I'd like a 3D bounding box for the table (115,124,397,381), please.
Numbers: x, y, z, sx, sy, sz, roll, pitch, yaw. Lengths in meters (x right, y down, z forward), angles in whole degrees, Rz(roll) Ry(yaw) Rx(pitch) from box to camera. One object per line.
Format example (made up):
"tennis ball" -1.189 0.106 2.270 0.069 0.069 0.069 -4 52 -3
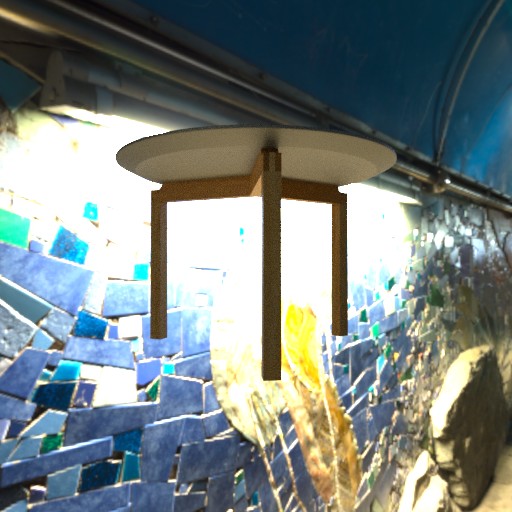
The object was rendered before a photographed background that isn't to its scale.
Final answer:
"table" 0.000 0.000 0.989 0.600 0.405 0.600 0 -1 0
